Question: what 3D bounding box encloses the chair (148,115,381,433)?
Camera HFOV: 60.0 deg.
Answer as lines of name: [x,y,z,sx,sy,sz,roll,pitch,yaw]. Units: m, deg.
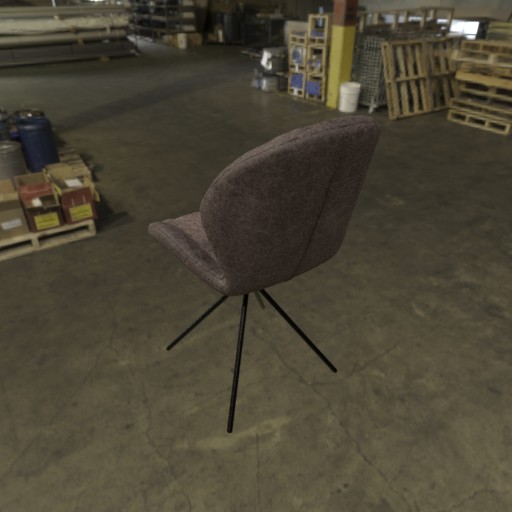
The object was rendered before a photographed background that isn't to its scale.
chair: [0.000,0.000,1.331,0.527,0.934,0.640,-20,37,-29]
